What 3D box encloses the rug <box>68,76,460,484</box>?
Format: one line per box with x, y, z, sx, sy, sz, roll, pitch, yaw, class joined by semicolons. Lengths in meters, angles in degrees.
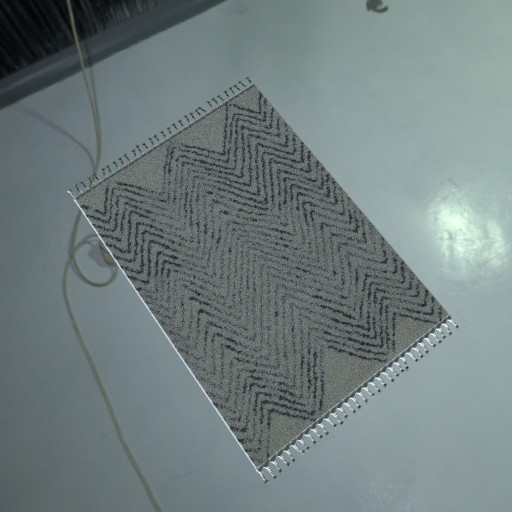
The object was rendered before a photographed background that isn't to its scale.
0.000;0.000;2.330;1.230;0.014;1.847;-35;78;-9;rug
